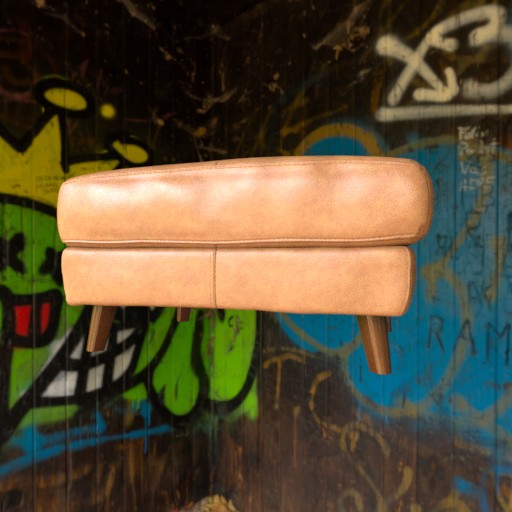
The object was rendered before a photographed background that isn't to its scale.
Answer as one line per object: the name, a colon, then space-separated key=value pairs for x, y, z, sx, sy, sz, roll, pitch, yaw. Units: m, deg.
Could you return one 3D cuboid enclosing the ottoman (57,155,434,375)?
ottoman: x=0.000 y=0.000 z=1.212 sx=0.869 sy=0.461 sz=0.630 roll=0 pitch=1 yaw=17
